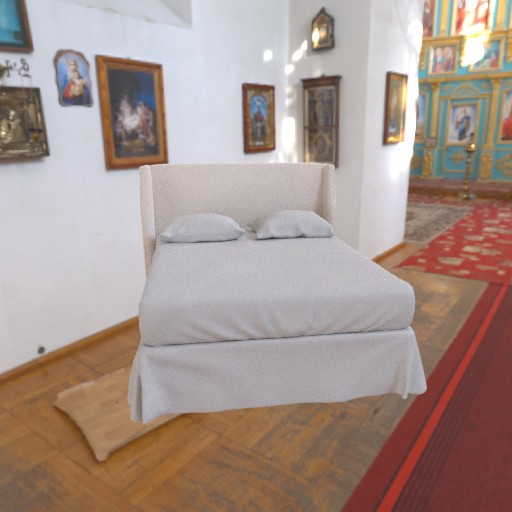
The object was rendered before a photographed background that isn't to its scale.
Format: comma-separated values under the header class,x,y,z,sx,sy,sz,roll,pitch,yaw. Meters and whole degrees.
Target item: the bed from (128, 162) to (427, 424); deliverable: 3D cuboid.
class,x,y,z,sx,sy,sz,roll,pitch,yaw
bed,0.000,0.000,3.498,1.925,1.332,2.276,-2,15,-8
